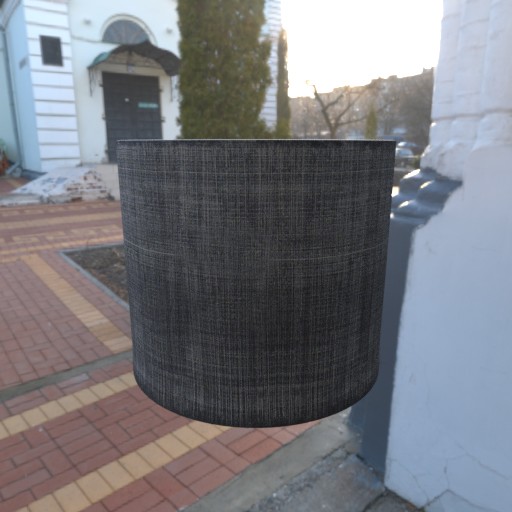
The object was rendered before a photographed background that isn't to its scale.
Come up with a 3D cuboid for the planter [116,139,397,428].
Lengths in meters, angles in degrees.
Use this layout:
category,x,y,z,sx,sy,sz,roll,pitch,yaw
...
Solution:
category,x,y,z,sx,sy,sz,roll,pitch,yaw
planter,0.000,0.000,0.313,0.178,0.157,0.178,0,14,0
